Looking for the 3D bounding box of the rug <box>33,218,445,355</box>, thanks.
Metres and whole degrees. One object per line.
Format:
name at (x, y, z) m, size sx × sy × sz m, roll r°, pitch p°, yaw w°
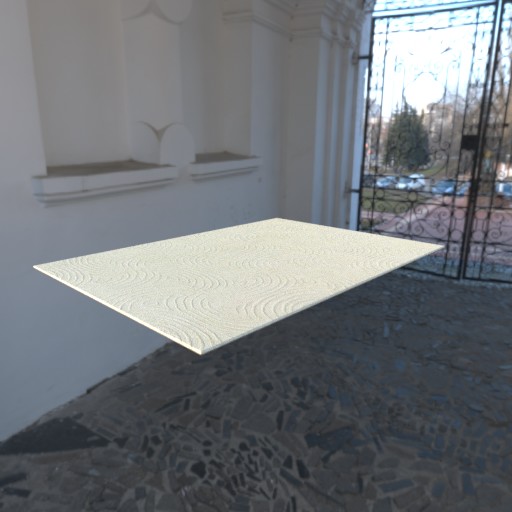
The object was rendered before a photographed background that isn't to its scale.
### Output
rug at (0.000, 0.000, 2.794) m, size 1.526 × 0.015 × 2.132 m, roll 14°, pitch 21°, yaw 42°
